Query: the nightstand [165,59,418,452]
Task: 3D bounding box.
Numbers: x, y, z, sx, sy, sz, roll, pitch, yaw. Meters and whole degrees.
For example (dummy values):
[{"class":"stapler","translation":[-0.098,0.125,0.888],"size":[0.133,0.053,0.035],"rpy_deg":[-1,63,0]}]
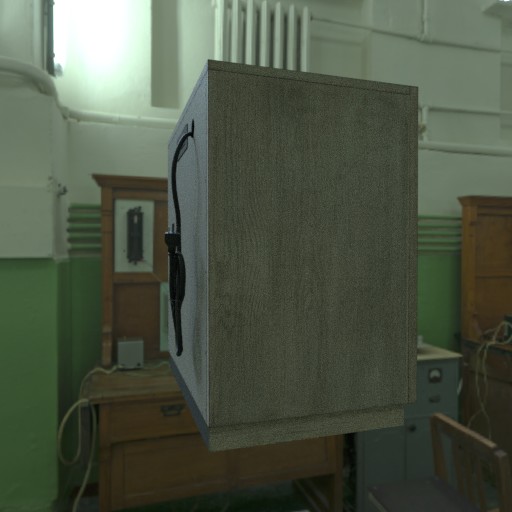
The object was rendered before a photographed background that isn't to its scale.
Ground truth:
[{"class":"nightstand","translation":[0.000,0.000,1.096],"size":[0.483,0.673,0.612],"rpy_deg":[0,1,-17]}]
